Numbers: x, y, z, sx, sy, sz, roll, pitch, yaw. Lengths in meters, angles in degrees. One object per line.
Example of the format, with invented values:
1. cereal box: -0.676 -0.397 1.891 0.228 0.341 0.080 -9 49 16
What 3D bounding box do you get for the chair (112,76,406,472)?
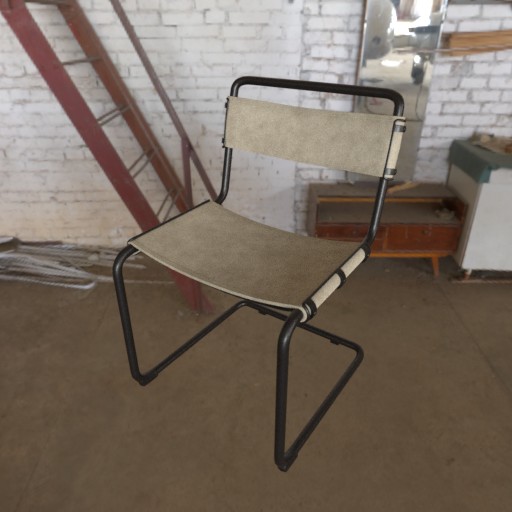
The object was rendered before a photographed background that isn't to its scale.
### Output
1. chair: 0.000 0.000 1.078 0.499 0.747 0.497 19 34 30
